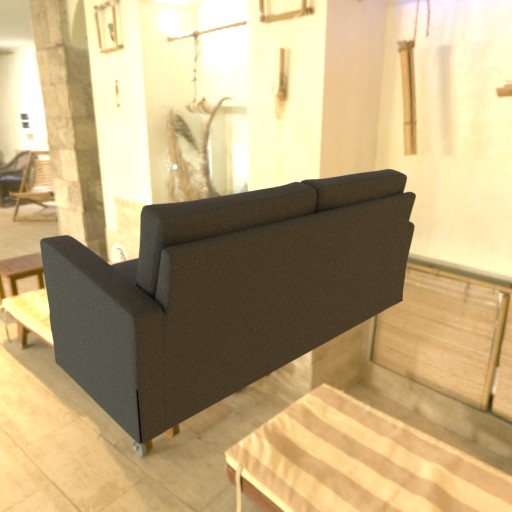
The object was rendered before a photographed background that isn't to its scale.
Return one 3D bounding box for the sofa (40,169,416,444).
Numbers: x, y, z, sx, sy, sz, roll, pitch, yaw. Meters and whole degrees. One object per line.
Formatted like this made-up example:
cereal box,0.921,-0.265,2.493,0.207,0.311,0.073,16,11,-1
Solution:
sofa,0.000,0.000,2.302,1.852,0.839,0.898,-16,24,-41
